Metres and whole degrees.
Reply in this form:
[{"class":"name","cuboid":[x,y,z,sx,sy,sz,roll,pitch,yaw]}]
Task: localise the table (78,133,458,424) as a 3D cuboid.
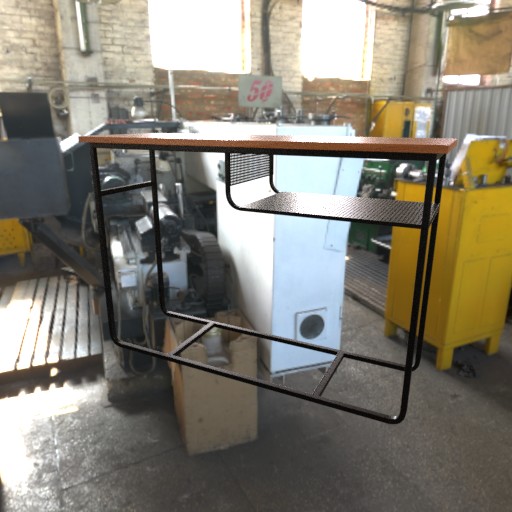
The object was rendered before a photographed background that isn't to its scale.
[{"class":"table","cuboid":[0.000,0.000,1.449,1.100,0.750,0.350,8,19,25]}]
